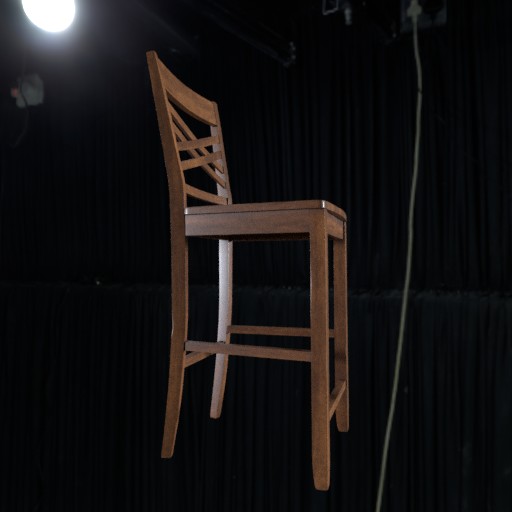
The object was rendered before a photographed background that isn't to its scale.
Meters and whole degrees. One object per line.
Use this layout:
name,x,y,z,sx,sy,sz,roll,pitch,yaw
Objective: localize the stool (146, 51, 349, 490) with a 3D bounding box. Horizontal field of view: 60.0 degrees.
stool,0.000,0.000,1.307,0.504,1.098,0.426,0,-1,19
